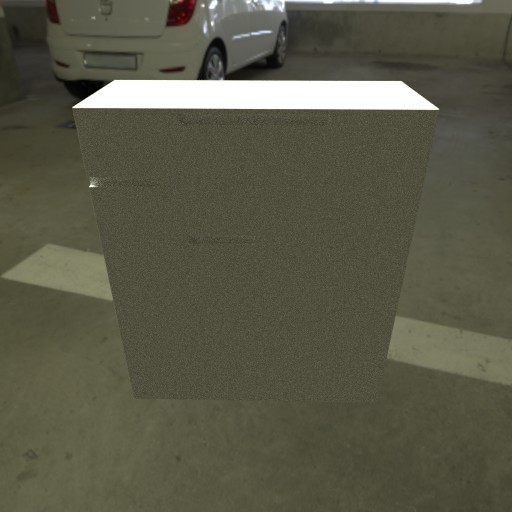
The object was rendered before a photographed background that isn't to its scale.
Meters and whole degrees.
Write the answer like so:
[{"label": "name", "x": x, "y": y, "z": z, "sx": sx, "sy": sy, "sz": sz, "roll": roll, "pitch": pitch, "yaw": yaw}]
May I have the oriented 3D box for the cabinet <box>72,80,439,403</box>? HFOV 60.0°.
[{"label": "cabinet", "x": 0.000, "y": 0.000, "z": 1.689, "sx": 1.000, "sy": 1.190, "sz": 0.400, "roll": 1, "pitch": 32, "yaw": 1}]
